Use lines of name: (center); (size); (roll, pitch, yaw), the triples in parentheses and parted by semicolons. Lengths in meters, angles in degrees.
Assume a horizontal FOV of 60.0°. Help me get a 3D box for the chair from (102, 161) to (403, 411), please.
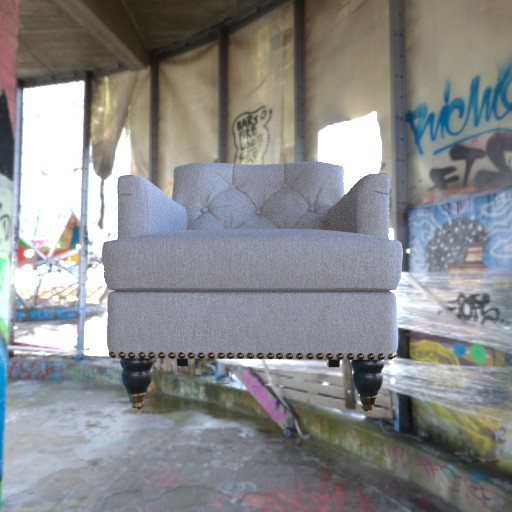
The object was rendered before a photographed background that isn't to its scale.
chair: (0.000, 0.000, 1.486); (0.737, 0.823, 0.902); (0, -3, 2)
